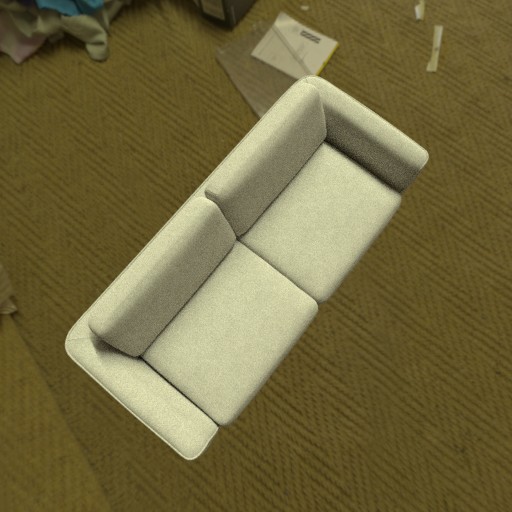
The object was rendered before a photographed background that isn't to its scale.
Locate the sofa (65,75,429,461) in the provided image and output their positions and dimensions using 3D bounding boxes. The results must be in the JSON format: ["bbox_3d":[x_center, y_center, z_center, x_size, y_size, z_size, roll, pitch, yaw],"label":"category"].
[{"bbox_3d":[0.000,0.000,2.433,0.920,0.850,2.000,38,78,9],"label":"sofa"}]
